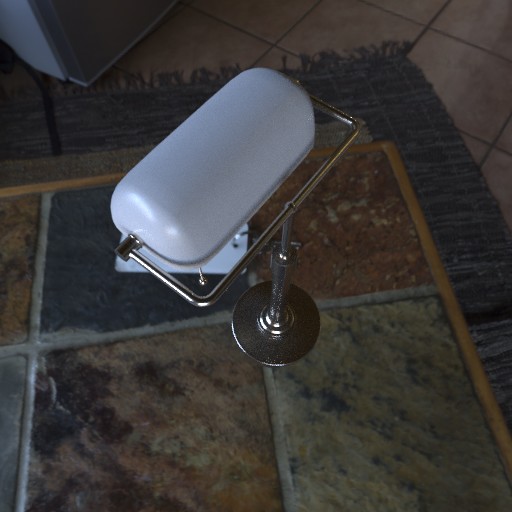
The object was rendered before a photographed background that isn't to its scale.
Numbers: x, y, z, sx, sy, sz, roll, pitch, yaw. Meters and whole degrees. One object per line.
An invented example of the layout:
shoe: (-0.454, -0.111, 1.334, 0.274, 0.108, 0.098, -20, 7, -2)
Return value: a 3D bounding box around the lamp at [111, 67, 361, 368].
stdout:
lamp: (0.000, 0.000, 0.563, 0.227, 0.404, 0.269, 34, 68, 16)
